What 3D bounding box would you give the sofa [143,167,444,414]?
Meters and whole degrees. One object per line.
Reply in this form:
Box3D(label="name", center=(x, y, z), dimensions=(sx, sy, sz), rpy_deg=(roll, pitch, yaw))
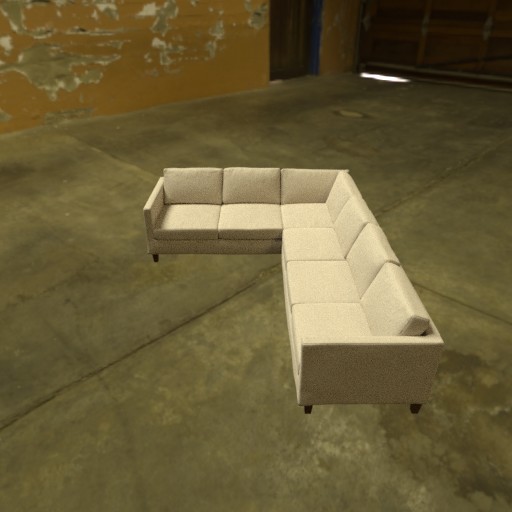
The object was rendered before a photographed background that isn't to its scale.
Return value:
Box3D(label="sofa", center=(0.000, 0.000, 4.338), dimensions=(2.432, 0.863, 3.182), rpy_deg=(0, 30, 0))
